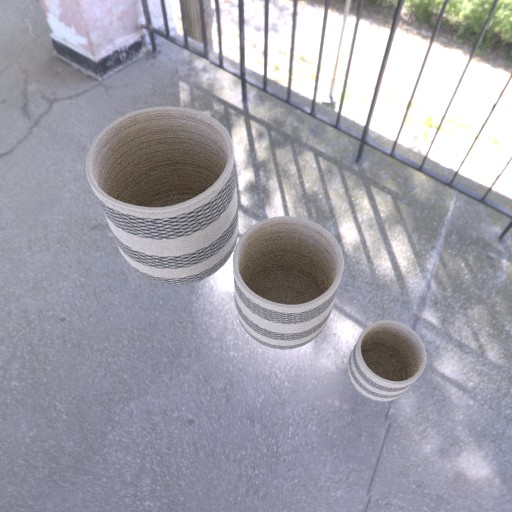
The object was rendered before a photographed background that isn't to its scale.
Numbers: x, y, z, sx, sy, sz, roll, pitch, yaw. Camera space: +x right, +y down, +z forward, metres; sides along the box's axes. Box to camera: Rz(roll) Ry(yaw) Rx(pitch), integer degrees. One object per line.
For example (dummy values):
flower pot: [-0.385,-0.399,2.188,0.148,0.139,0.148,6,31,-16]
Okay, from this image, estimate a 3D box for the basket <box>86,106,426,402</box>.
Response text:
basket: [0.000,0.000,1.090,0.917,0.356,0.351,33,63,20]
